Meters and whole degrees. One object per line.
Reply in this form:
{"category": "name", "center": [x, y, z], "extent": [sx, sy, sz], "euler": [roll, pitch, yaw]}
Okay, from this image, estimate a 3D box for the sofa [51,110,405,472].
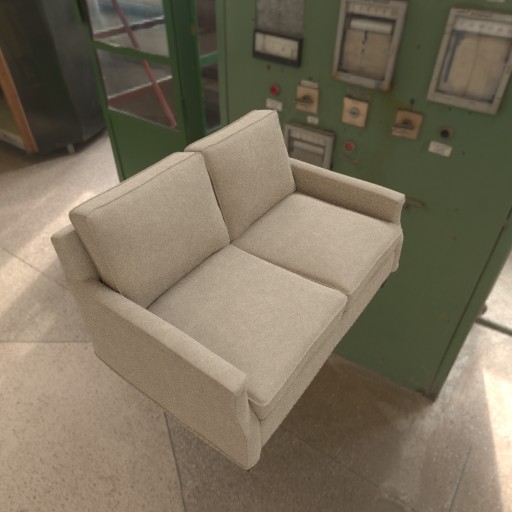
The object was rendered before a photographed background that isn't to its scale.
{"category": "sofa", "center": [0.000, 0.000, 2.308], "extent": [1.084, 1.002, 1.597], "euler": [25, 46, 27]}
